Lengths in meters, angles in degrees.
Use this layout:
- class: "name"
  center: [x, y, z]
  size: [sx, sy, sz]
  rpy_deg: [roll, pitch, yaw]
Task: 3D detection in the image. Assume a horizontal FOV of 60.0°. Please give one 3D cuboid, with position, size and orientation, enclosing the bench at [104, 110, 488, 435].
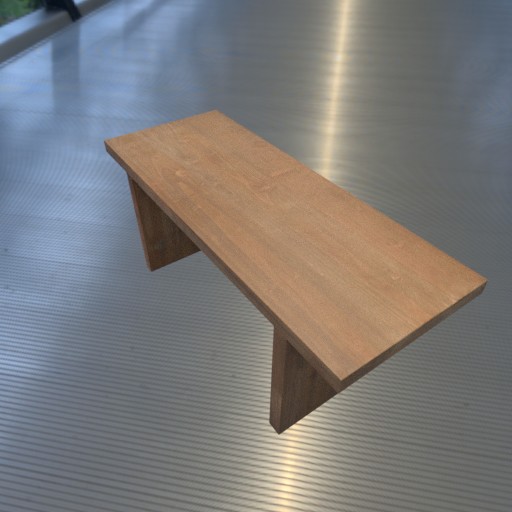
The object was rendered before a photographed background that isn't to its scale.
- class: "bench"
  center: [0.000, 0.000, 1.424]
  size: [0.458, 0.458, 1.183]
  rpy_deg: [-25, 47, -26]
